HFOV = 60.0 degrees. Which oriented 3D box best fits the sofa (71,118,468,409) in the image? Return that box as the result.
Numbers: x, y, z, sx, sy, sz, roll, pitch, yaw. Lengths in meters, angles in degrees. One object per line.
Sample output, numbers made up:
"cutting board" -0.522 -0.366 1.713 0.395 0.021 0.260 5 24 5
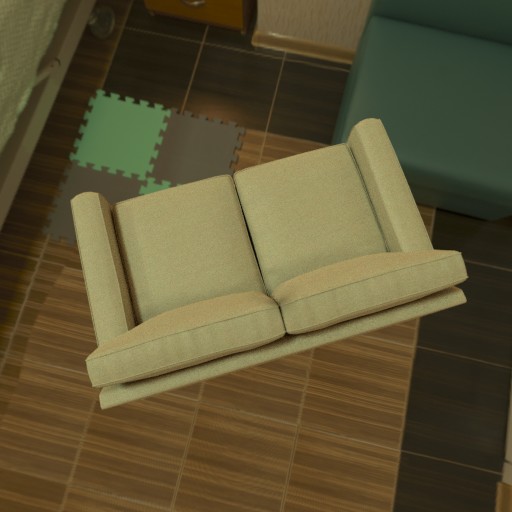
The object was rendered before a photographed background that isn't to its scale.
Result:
"sofa" 0.000 0.000 2.044 1.484 0.853 0.942 -16 76 -4
